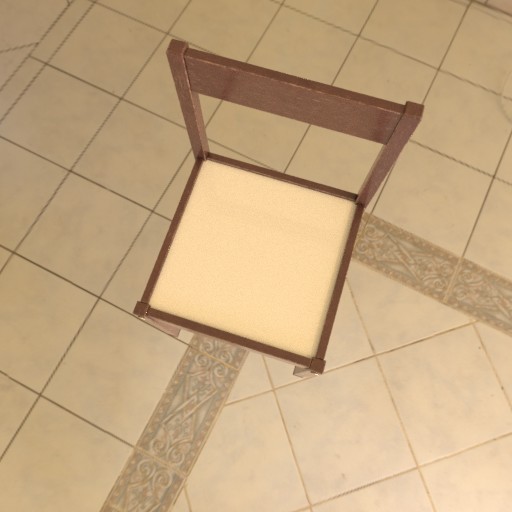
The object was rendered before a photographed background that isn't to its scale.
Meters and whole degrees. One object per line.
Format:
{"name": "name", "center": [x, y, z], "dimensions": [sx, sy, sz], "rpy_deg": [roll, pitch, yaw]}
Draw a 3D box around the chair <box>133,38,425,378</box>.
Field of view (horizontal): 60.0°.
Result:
{"name": "chair", "center": [0.000, 0.000, 0.680], "dimensions": [0.285, 0.505, 0.285], "rpy_deg": [17, 75, 5]}
